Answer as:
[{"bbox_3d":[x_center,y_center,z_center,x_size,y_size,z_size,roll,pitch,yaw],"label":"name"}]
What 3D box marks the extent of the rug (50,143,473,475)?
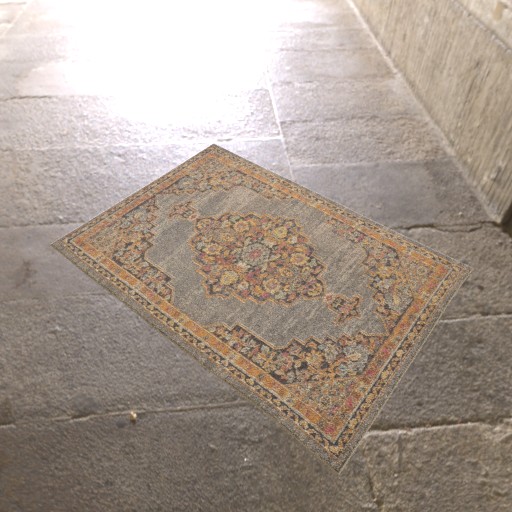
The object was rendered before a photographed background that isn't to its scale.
[{"bbox_3d":[0.000,0.000,3.897,3.063,0.024,2.158,31,54,26],"label":"rug"}]
